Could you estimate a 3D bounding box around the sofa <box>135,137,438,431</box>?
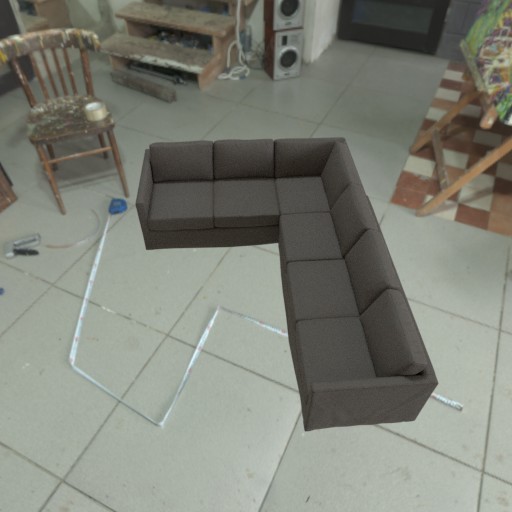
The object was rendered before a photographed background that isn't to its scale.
[{"bbox_3d":[0.000,0.000,4.385,2.432,0.871,3.182,-3,47,-3],"label":"sofa"}]
